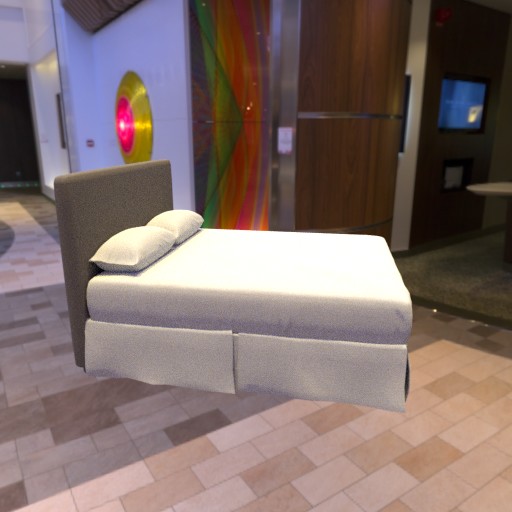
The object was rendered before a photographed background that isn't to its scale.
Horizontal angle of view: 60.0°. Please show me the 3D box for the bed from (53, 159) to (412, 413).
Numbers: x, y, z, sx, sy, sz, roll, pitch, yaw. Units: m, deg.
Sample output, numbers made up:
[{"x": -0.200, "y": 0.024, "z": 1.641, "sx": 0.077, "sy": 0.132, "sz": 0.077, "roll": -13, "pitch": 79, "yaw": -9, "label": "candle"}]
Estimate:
[{"x": 0.000, "y": 0.000, "z": 3.349, "sx": 2.142, "sy": 1.330, "sz": 1.748, "roll": 3, "pitch": 16, "yaw": 10, "label": "bed"}]
